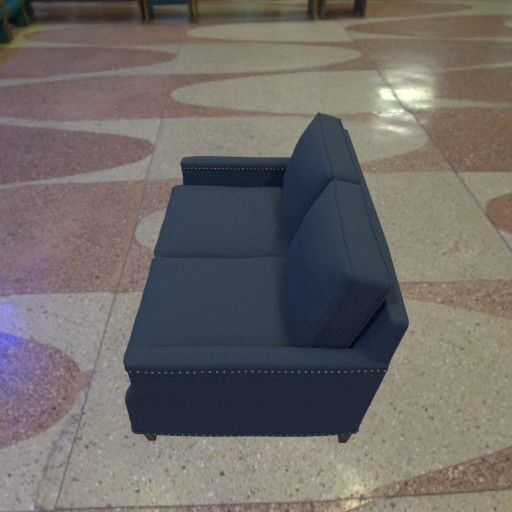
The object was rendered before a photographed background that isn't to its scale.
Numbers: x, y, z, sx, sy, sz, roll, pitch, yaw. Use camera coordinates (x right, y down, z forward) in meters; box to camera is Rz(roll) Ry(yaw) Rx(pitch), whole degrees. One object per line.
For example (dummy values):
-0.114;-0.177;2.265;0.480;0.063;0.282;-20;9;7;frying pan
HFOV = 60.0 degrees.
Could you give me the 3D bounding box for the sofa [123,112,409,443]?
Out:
0.000;0.000;2.293;1.084;1.003;1.597;0;41;1;sofa
